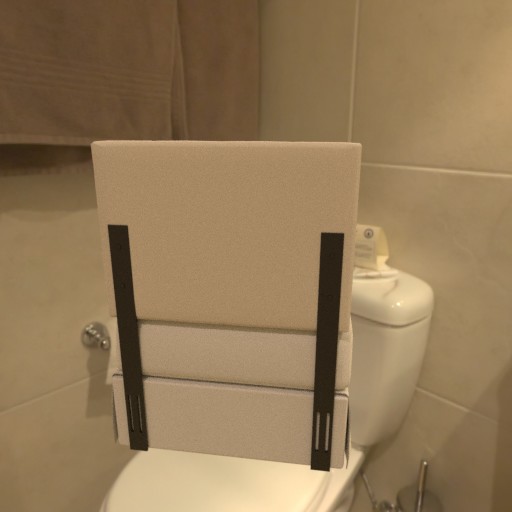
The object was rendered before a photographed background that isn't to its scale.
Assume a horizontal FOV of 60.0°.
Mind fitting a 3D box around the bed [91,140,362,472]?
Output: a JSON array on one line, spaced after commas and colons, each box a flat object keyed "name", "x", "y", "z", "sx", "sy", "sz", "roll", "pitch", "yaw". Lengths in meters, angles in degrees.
[{"name": "bed", "x": 0.000, "y": 0.000, "z": 2.952, "sx": 1.261, "sy": 1.571, "sz": 1.997, "roll": 3, "pitch": 17, "yaw": 8}]
